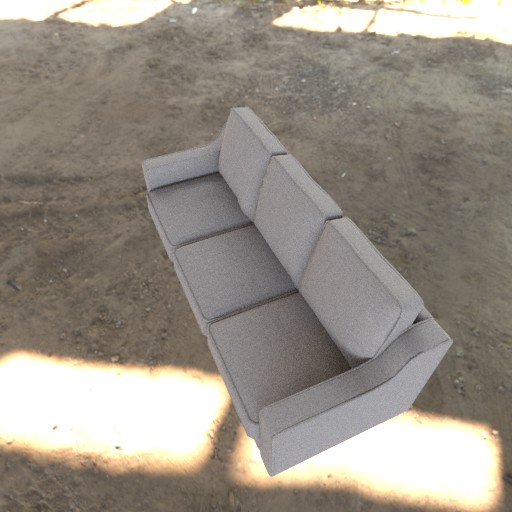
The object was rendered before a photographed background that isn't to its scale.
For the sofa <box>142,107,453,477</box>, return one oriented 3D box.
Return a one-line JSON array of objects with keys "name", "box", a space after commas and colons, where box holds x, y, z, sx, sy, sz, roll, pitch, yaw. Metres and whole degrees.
[{"name": "sofa", "box": [0.000, 0.000, 2.641, 0.899, 0.950, 2.129, -18, 49, -17]}]
